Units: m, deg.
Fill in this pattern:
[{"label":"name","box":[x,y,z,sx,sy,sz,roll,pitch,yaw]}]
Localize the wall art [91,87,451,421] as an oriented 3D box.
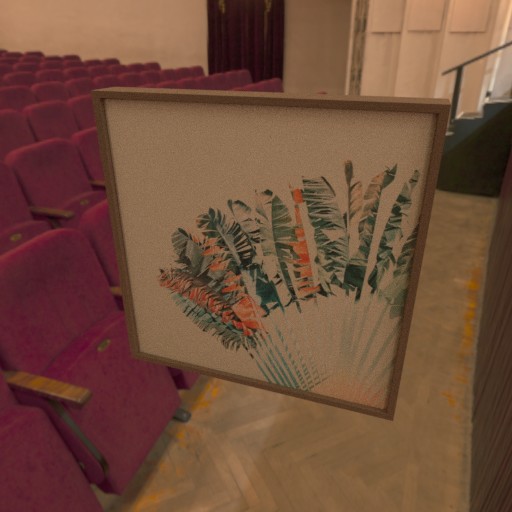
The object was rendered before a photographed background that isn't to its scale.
[{"label":"wall art","box":[0.000,0.000,0.440,0.304,0.303,0.038,9,27,17]}]
